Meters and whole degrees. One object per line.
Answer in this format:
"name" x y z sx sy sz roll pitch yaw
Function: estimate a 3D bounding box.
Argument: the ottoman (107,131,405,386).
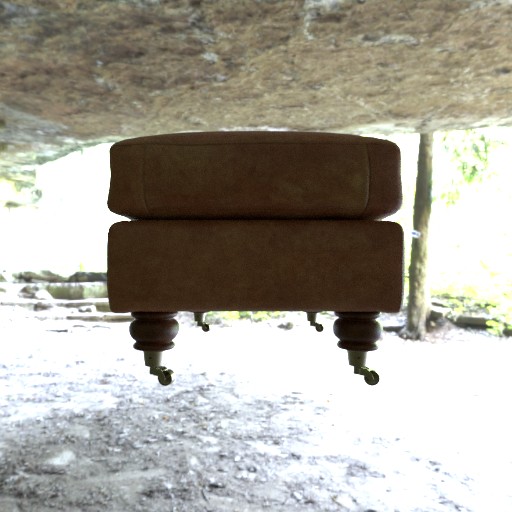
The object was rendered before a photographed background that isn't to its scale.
"ottoman" 0.000 0.000 1.195 0.565 0.507 0.852 0 -1 0
